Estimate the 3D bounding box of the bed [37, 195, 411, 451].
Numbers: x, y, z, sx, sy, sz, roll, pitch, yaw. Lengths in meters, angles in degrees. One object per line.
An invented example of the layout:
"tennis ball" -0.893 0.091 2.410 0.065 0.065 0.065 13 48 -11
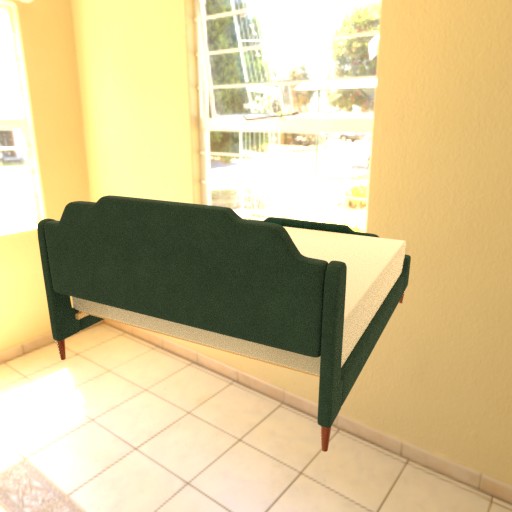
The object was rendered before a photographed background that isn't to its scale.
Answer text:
"bed" 0.000 0.000 3.569 2.074 1.245 2.340 9 19 26
